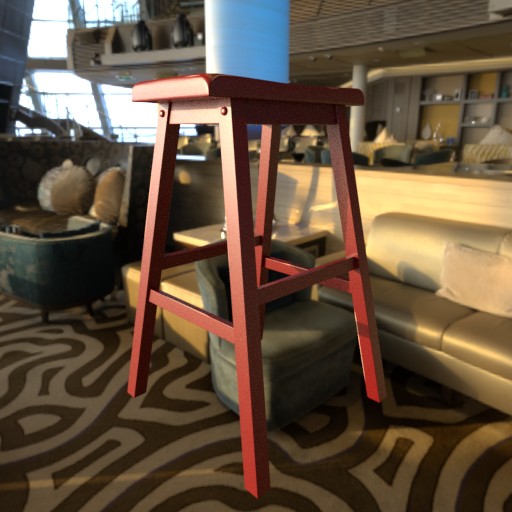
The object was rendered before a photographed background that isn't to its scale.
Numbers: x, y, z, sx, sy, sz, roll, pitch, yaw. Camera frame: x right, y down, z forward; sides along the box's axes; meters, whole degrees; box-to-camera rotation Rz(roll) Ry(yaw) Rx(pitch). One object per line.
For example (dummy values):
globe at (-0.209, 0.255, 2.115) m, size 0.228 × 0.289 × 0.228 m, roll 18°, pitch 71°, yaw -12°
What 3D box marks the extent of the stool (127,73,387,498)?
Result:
stool at (0.000, 0.000, 1.025) m, size 0.457 × 0.737 × 0.476 m, roll -15°, pitch 22°, yaw -42°
